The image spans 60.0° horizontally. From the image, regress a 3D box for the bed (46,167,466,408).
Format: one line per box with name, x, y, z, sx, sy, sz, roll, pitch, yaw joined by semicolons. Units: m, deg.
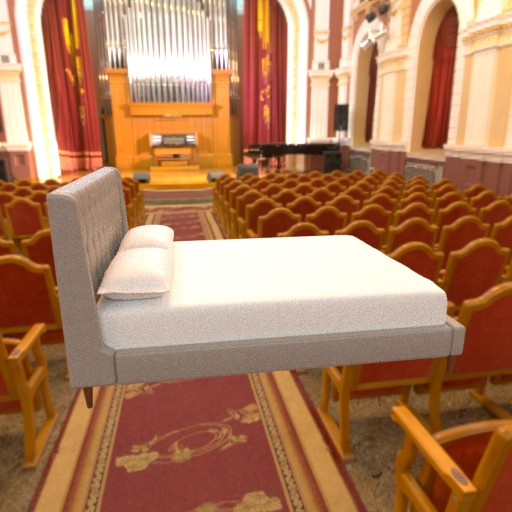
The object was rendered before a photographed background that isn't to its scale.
bed;0.000;0.000;3.130;2.232;1.147;1.656;-3;16;-9
